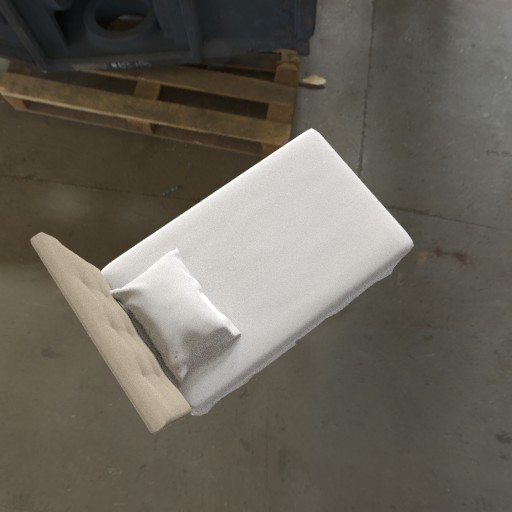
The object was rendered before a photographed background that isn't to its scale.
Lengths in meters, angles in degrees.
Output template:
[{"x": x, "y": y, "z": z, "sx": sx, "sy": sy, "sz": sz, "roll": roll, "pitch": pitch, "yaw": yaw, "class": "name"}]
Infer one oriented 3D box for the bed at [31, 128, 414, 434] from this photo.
[{"x": 0.000, "y": 0.000, "z": 2.976, "sx": 1.997, "sy": 1.571, "sz": 1.261, "roll": -35, "pitch": 77, "yaw": -9, "class": "bed"}]
